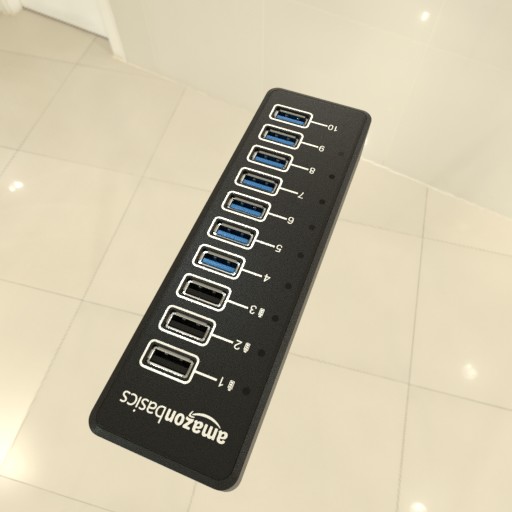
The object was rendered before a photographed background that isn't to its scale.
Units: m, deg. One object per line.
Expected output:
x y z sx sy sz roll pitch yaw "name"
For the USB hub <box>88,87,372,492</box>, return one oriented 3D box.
0.000 0.000 0.158 0.044 0.023 0.145 19 63 10 "USB hub"
